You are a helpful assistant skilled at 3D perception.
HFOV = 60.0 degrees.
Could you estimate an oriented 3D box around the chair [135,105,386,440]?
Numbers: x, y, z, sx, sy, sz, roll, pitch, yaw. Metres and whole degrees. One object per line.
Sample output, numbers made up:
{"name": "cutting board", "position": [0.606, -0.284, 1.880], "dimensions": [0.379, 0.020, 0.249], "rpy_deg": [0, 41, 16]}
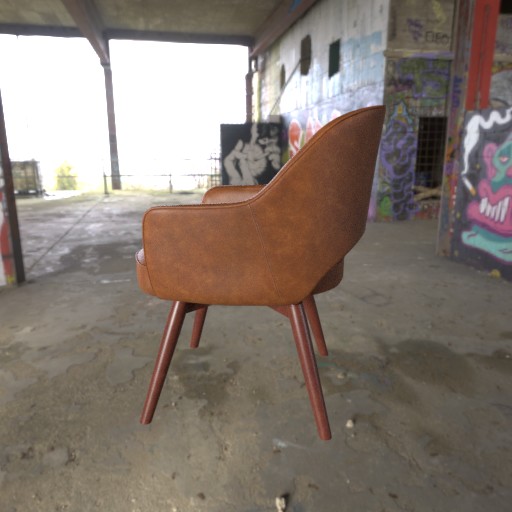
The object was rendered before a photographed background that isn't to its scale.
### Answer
{"name": "chair", "position": [0.000, 0.000, 1.217], "dimensions": [0.640, 0.777, 0.591], "rpy_deg": [2, 13, 8]}
